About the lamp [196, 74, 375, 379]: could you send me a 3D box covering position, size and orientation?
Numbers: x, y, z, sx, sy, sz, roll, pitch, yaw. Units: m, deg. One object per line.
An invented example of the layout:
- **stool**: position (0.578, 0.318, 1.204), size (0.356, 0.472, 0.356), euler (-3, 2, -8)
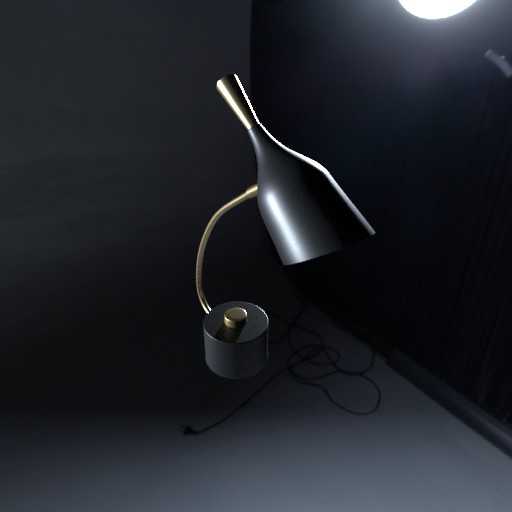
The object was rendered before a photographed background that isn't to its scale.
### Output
- **lamp**: position (0.000, 0.000, 0.621), size (0.110, 0.464, 0.352), euler (-22, 38, -31)
